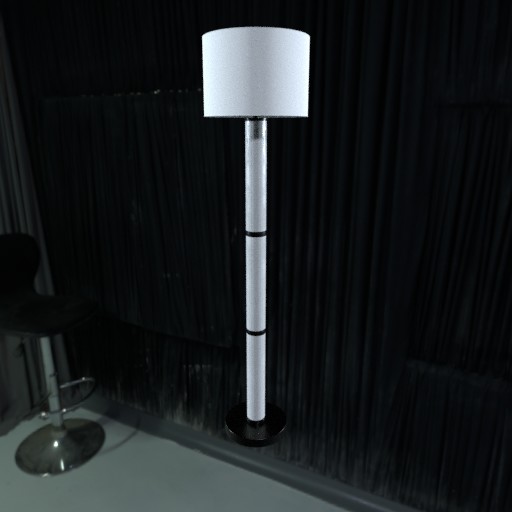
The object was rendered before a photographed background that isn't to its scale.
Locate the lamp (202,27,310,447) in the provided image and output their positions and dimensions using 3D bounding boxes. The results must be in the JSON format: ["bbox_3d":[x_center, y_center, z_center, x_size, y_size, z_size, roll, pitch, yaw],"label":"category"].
[{"bbox_3d":[0.000,0.000,1.774,0.377,1.599,0.377,7,18,23],"label":"lamp"}]
